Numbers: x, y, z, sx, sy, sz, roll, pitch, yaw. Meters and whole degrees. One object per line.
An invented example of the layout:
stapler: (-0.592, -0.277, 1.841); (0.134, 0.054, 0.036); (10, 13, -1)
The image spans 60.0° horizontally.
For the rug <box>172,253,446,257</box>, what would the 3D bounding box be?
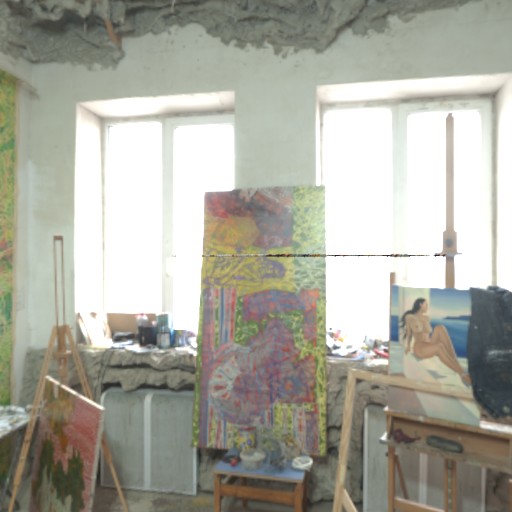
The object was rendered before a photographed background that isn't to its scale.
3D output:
rug: (0.000, 0.000, 2.958); (0.763, 0.015, 2.682); (0, 0, -18)
